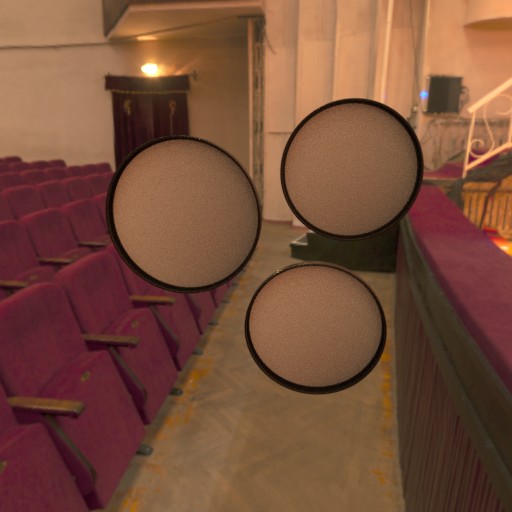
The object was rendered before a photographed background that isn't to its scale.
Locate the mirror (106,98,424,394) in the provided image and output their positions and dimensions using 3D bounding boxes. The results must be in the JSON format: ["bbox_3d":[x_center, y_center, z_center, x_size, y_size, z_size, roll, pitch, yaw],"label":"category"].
[{"bbox_3d":[0.000,0.000,3.140,2.160,2.096,0.076,2,15,7],"label":"mirror"}]
